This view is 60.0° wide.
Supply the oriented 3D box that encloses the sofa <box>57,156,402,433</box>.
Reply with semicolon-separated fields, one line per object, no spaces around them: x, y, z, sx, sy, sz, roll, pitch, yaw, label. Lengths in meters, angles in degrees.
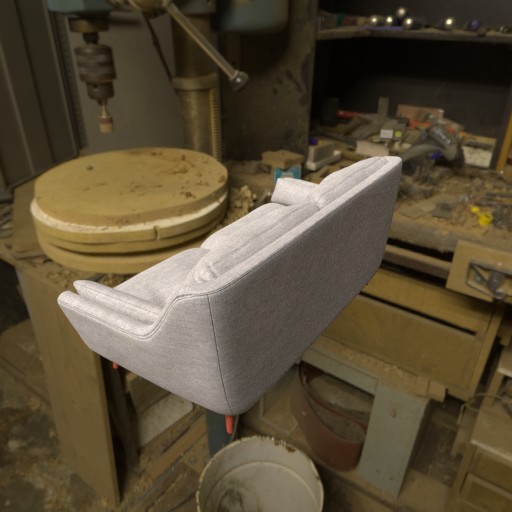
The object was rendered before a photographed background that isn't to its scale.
0.000;0.000;2.499;0.976;0.897;1.930;20;35;31;sofa
